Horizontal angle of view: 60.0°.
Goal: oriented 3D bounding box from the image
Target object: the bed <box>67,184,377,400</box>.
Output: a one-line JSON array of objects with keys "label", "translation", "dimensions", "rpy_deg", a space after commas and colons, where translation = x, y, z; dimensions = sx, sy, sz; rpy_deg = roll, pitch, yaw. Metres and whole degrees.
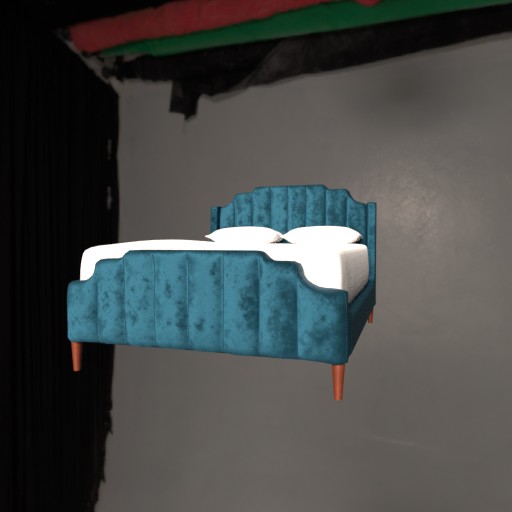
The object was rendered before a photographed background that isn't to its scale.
[{"label": "bed", "translation": [0.000, 0.000, 3.438], "dimensions": [1.678, 1.338, 2.322], "rpy_deg": [1, 2, 18]}]
